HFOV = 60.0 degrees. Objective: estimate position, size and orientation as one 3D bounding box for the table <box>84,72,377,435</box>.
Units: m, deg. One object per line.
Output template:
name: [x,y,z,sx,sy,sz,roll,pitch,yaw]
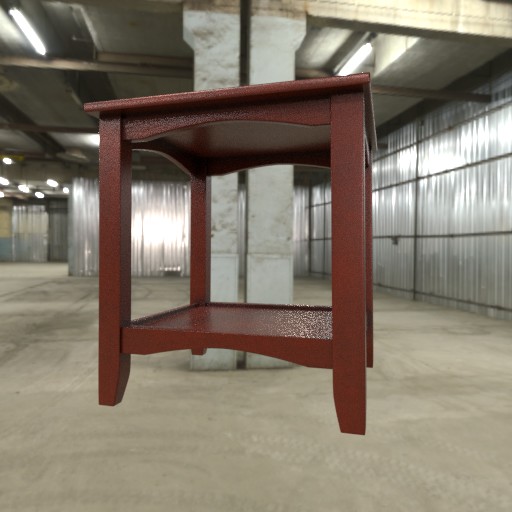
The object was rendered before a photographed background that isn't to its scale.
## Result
table: [0.000,0.000,0.975,0.523,0.558,0.522,0,1,19]
